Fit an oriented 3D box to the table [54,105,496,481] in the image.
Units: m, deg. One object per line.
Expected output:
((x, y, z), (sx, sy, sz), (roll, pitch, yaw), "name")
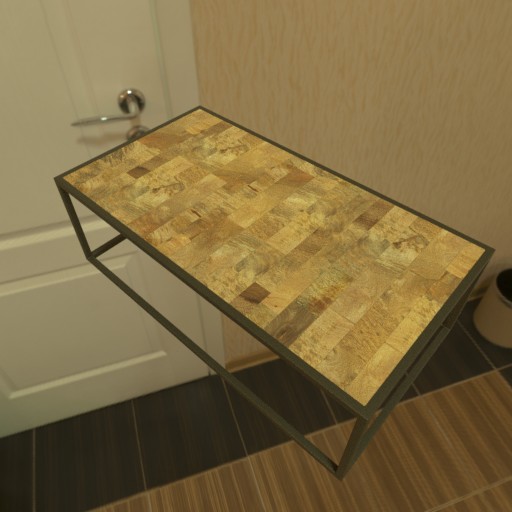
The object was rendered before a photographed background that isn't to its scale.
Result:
((0.000, 0.000, 1.477), (1.199, 0.398, 0.649), (33, 55, 27), "table")
